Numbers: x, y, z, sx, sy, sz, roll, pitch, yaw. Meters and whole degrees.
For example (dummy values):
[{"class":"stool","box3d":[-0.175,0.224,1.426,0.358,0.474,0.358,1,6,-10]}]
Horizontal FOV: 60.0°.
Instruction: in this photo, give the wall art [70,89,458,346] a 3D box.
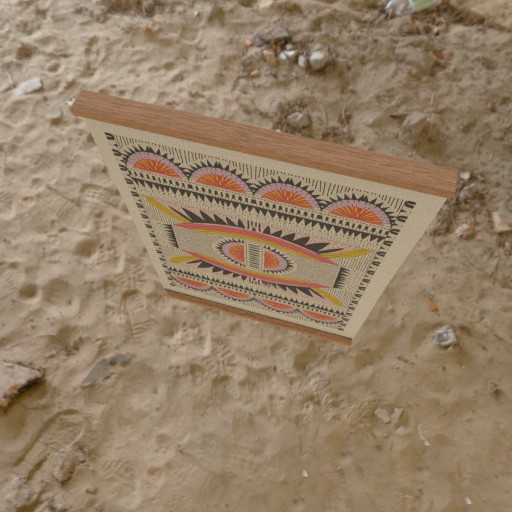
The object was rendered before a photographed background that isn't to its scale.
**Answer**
[{"class":"wall art","box3d":[0.000,0.000,0.684,0.403,0.527,0.028,14,64,7]}]
